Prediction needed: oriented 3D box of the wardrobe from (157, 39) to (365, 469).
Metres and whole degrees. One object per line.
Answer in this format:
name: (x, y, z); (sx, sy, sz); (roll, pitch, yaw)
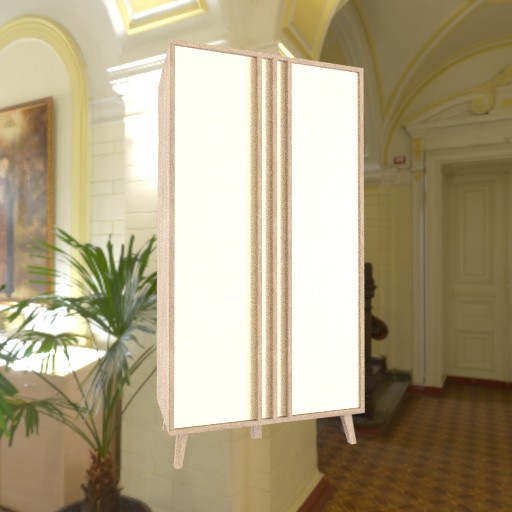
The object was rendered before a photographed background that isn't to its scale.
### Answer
wardrobe: (0.000, 0.000, 2.416); (1.000, 1.960, 0.600); (0, -1, -18)
